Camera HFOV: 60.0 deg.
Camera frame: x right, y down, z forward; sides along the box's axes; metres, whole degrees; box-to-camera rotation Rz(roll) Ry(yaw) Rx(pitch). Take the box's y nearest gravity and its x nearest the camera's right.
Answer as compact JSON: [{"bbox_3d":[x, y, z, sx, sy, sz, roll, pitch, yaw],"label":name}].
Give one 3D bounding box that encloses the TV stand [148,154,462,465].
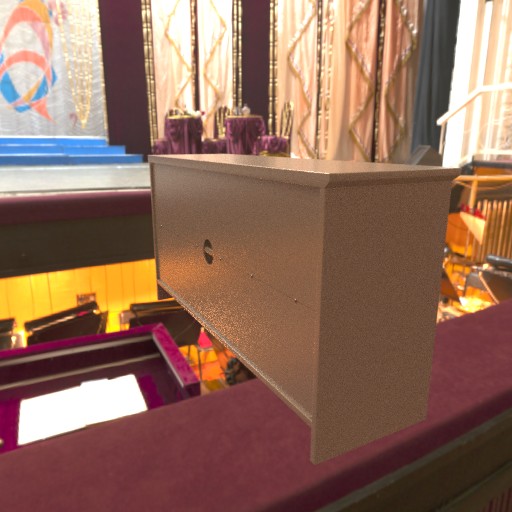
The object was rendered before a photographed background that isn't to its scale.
[{"bbox_3d":[0.000,0.000,1.417,0.344,0.603,1.167,-8,16,-28],"label":"TV stand"}]
